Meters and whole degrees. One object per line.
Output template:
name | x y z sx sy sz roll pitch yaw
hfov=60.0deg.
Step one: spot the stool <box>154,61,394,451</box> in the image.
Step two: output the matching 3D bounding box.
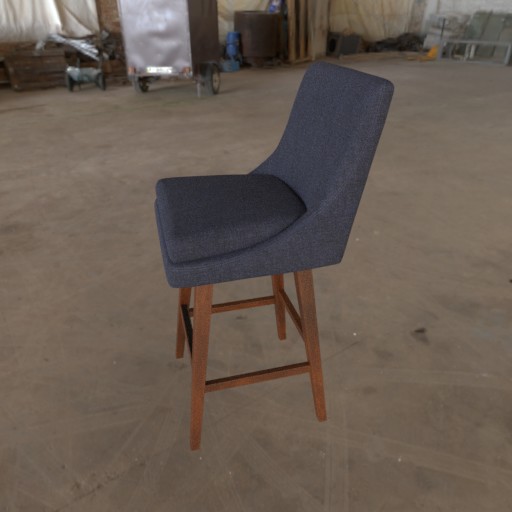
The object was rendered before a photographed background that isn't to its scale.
stool | 0.000 0.000 1.379 0.572 1.068 0.489 -8 30 -13
